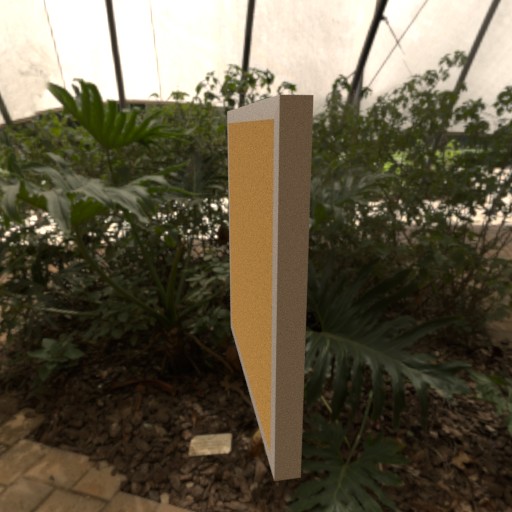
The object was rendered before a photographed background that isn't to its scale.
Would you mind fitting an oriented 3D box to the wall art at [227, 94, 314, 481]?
[{"bbox_3d":[0.000,0.000,2.011,0.098,1.291,1.289,-3,16,-10],"label":"wall art"}]
